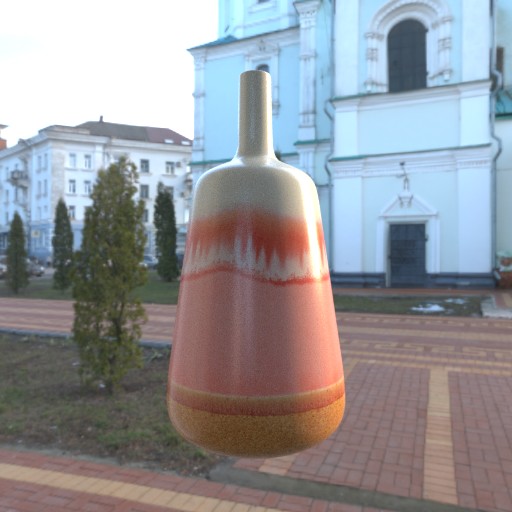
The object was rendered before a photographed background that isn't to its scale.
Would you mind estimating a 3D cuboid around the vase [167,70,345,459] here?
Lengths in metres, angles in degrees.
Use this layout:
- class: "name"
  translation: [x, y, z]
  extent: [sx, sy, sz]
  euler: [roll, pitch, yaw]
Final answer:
- class: "vase"
  translation: [0.000, 0.000, 0.366]
  extent: [0.144, 0.296, 0.144]
  euler: [0, 0, 0]
